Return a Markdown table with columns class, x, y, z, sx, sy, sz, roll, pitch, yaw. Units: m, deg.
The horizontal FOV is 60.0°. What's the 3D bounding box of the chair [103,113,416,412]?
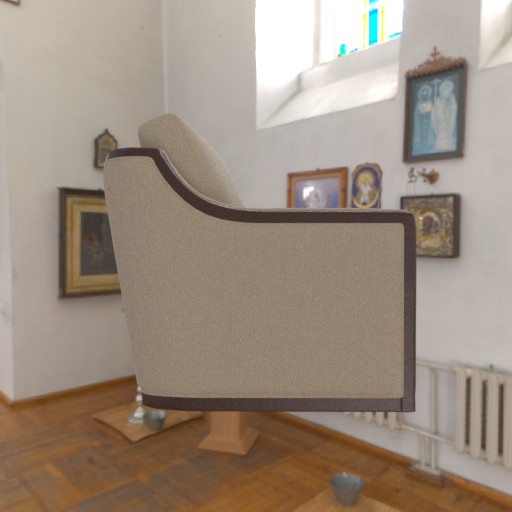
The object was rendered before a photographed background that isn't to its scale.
| class | x | y | z | sx | sy | sz | roll | pitch | yaw |
| --- | --- | --- | --- | --- | --- | --- | --- | --- | --- |
| chair | 0.000 | 0.000 | 1.697 | 0.950 | 0.930 | 0.870 | 0 | 0 | 0 |
